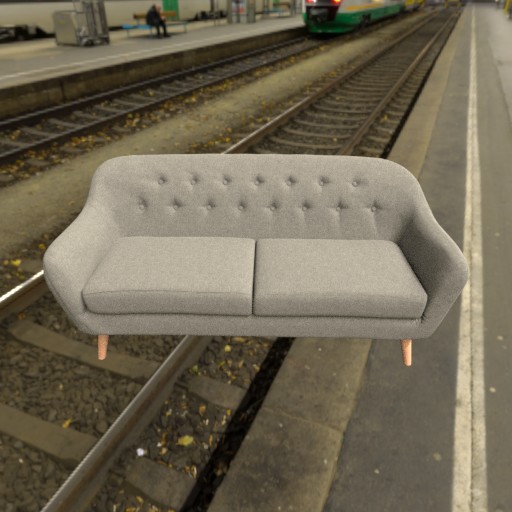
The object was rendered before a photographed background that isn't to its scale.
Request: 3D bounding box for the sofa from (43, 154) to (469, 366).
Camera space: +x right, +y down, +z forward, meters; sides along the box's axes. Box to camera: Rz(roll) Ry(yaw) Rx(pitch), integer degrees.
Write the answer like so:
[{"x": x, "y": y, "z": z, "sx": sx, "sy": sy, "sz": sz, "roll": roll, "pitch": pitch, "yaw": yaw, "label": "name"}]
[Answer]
[{"x": 0.000, "y": 0.000, "z": 2.263, "sx": 1.840, "sy": 0.820, "sz": 0.820, "roll": 1, "pitch": 31, "yaw": 1, "label": "sofa"}]
